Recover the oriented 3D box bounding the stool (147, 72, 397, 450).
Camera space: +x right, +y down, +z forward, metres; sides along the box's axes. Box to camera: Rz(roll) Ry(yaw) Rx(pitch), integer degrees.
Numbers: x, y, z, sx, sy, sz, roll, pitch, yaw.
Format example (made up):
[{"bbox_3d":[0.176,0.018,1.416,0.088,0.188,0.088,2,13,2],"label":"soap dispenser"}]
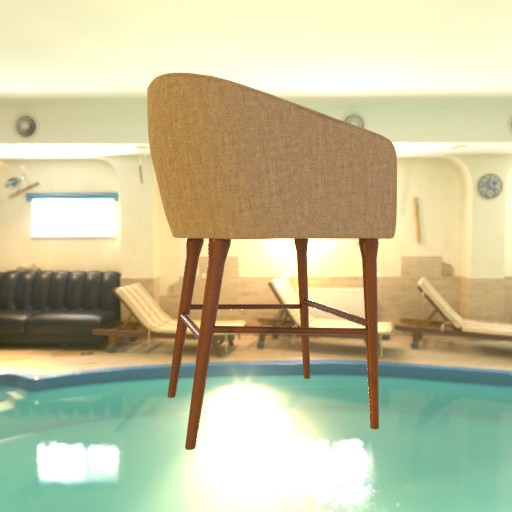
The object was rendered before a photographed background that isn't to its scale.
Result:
[{"bbox_3d":[0.000,0.000,1.350,0.635,0.952,0.559,-1,3,-18],"label":"stool"}]
